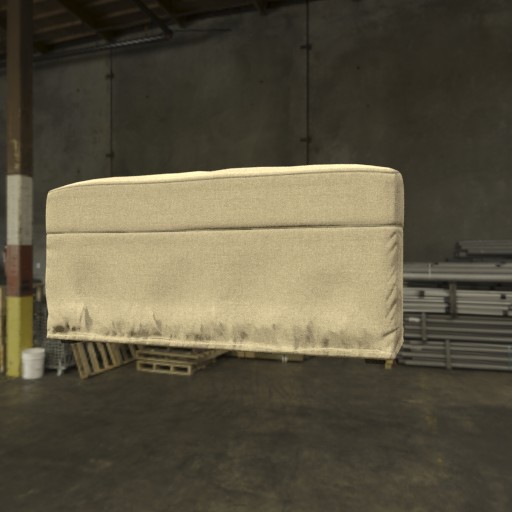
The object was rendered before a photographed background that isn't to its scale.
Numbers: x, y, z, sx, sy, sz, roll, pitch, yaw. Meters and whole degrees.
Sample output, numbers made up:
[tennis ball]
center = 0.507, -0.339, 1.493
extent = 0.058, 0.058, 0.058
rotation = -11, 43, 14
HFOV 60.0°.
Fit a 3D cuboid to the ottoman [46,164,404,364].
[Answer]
[ottoman]
center = 0.000, 0.000, 1.337
extent = 0.843, 0.436, 0.840
rotation = 0, -1, 17
